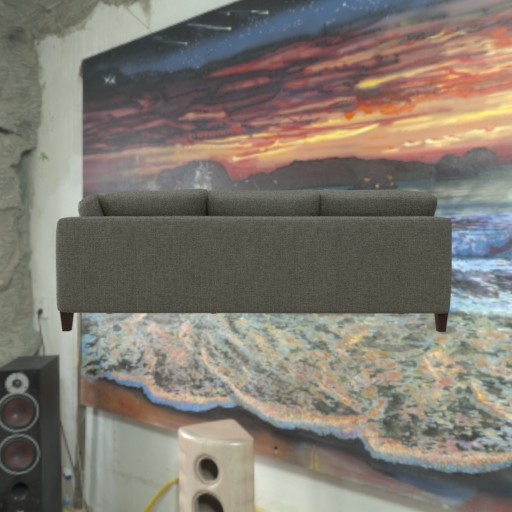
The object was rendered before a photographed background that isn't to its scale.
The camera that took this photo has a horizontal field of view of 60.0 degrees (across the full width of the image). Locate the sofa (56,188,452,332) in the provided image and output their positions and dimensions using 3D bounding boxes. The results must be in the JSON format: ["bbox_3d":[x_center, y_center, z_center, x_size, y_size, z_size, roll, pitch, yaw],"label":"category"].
[{"bbox_3d":[0.000,0.000,4.465,2.593,0.947,3.302,0,1,1],"label":"sofa"}]
